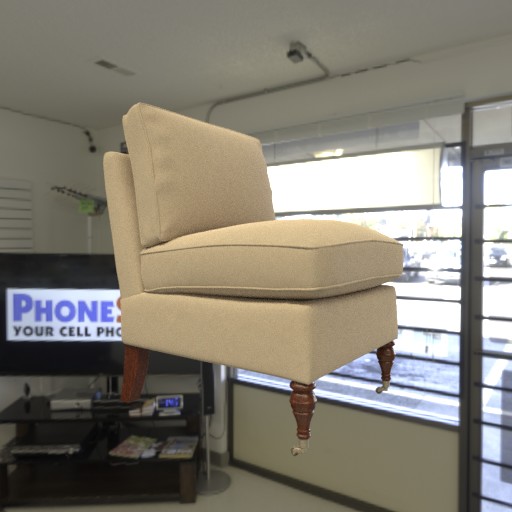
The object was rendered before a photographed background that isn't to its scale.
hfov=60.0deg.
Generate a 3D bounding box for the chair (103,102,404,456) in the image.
[{"bbox_3d":[0.000,0.000,1.643,0.912,1.052,0.724,1,2,37],"label":"chair"}]
